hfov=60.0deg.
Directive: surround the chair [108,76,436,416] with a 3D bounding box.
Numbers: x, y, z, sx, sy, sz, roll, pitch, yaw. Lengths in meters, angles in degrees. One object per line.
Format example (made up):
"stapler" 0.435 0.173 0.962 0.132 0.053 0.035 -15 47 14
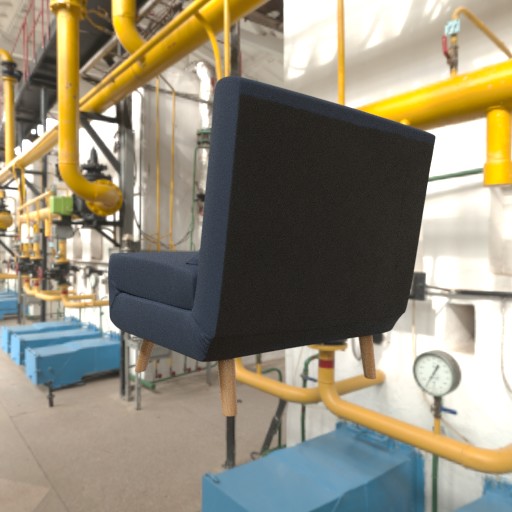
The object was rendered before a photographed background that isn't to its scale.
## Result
"chair" 0.000 0.000 1.509 0.770 0.808 0.900 0 0 -37
